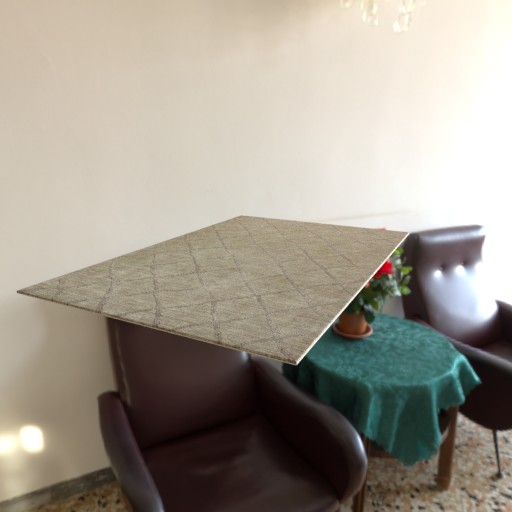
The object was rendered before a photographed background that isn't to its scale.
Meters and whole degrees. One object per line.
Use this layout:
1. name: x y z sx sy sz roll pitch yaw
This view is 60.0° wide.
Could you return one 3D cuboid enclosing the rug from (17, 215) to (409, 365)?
1. rug: 0.000 0.000 2.855 1.521 0.015 2.280 8 18 27
